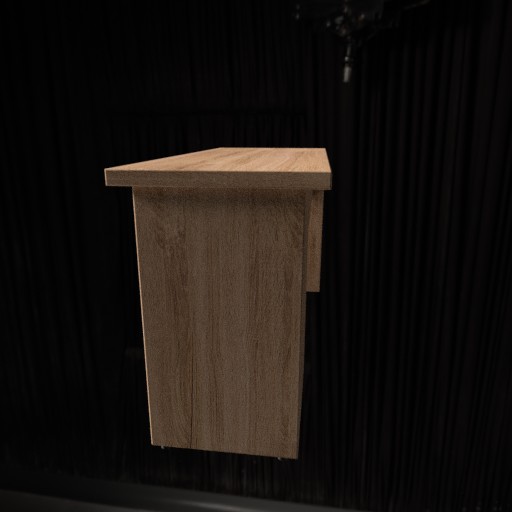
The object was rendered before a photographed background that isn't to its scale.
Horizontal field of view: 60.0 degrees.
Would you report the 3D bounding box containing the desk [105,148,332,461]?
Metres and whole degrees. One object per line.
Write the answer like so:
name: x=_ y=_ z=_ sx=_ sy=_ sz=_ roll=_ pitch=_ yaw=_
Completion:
desk: x=0.000 y=0.000 z=1.673 sx=0.500 sy=0.750 sz=1.300 roll=2 pitch=16 yaw=8
